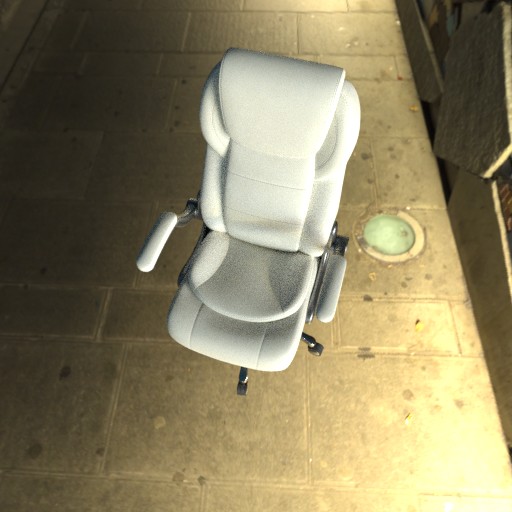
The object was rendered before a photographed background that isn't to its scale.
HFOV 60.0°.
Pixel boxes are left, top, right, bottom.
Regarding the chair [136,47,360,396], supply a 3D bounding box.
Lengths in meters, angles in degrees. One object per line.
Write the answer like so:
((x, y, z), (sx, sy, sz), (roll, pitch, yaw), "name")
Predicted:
((0.000, 0.000, 1.806), (0.755, 1.330, 0.806), (15, 59, 9), "chair")
